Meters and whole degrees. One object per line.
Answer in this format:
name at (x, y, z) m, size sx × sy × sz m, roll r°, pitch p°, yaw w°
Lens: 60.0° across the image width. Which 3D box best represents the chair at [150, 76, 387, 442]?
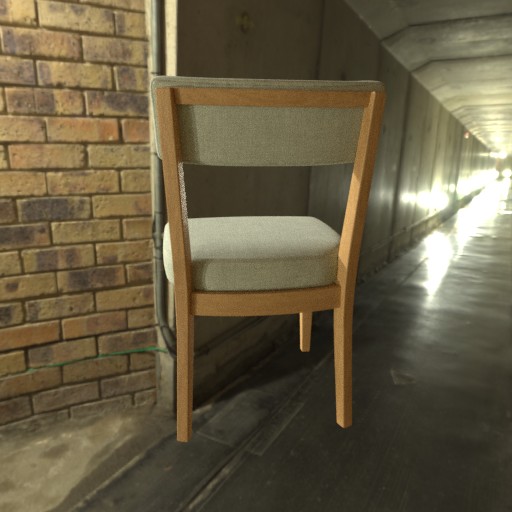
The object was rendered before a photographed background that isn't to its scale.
chair at (0.000, 0.000, 1.197) m, size 0.508 × 0.832 × 0.572 m, roll -2°, pitch 13°, yaw -8°
